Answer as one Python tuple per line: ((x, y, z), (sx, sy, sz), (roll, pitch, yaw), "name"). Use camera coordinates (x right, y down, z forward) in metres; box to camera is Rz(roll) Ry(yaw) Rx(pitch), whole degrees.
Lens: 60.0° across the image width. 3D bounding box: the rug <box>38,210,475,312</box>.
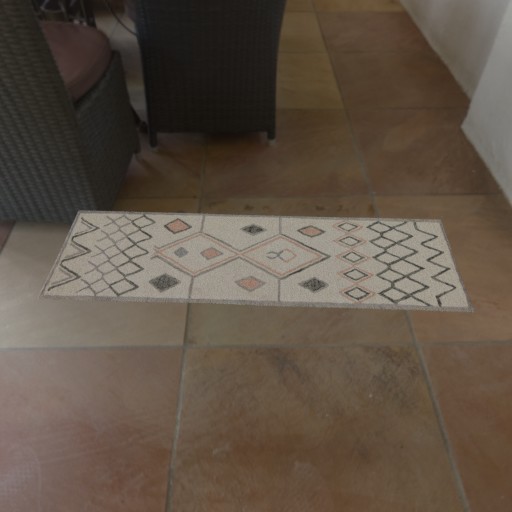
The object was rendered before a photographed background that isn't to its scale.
((0.000, 0.000, 2.722), (2.435, 0.011, 0.750), (2, 47, 2), "rug")
